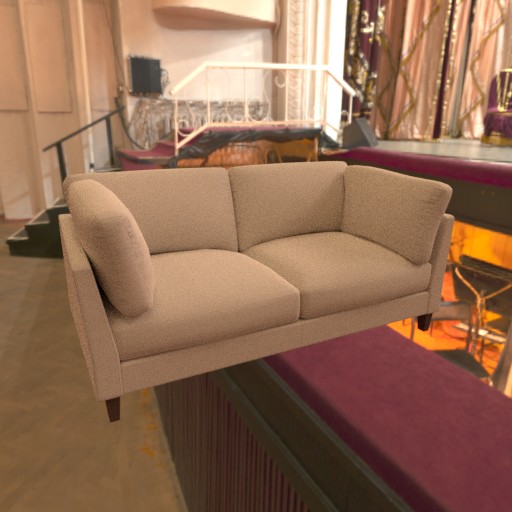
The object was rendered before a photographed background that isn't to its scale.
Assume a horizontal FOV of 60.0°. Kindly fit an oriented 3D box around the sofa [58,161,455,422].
[{"bbox_3d":[0.000,0.000,2.235,1.776,0.836,0.970,-9,19,-26],"label":"sofa"}]
